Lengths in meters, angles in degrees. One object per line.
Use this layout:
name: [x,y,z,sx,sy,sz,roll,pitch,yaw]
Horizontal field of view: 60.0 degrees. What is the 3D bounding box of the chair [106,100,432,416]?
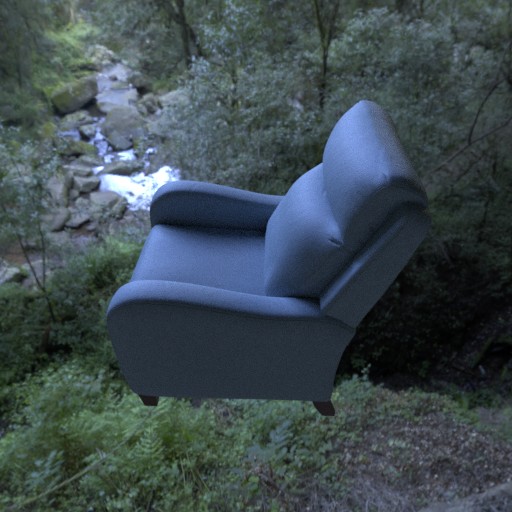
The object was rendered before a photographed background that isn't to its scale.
chair: [0.000,0.000,1.741,0.988,1.067,0.785,2,40,2]
